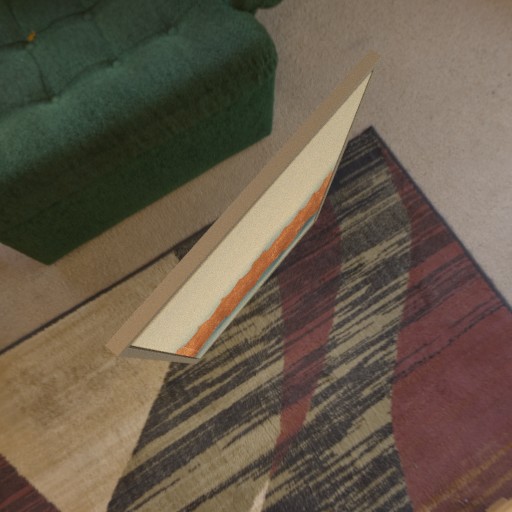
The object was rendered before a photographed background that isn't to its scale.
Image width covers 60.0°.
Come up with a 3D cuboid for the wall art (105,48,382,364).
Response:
[{"bbox_3d":[0.000,0.000,1.351,0.034,1.042,0.789,39,79,9],"label":"wall art"}]
